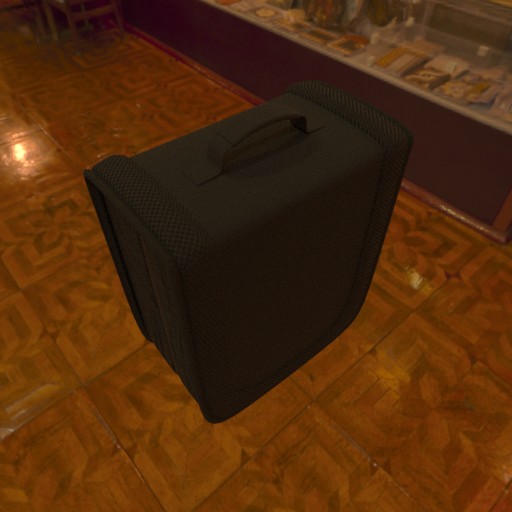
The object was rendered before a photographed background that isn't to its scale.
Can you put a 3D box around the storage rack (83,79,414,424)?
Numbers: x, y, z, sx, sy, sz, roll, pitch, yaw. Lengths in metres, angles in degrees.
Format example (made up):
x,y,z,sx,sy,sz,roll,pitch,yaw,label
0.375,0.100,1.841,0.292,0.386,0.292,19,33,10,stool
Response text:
x,y,z,sx,sy,sz,roll,pitch,yaw,label
0.000,0.000,0.551,0.297,0.387,0.168,-31,54,-25,storage rack
